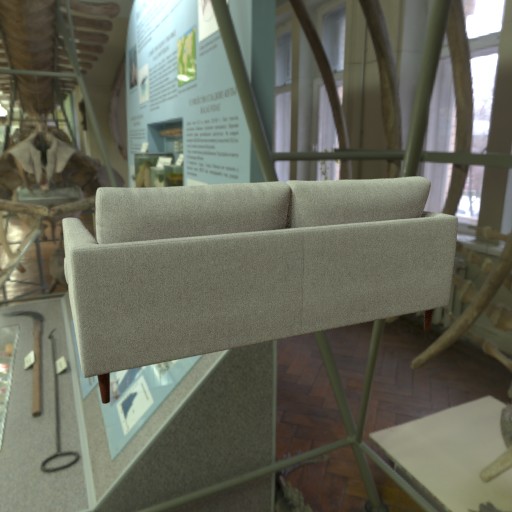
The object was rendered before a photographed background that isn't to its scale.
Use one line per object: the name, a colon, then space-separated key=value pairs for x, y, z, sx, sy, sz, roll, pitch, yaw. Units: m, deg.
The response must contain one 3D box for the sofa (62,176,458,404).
sofa: x=0.000 y=0.000 z=2.465 sx=1.948 sy=0.868 sz=1.020 roll=-6 pitch=15 yaw=-24
